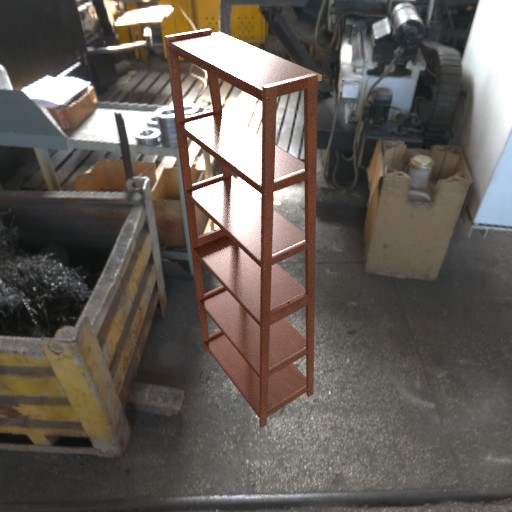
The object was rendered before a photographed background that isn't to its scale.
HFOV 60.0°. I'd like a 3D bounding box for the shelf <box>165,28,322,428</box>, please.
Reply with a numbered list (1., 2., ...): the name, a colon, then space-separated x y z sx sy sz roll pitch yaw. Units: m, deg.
1. shelf: 0.000 0.000 2.153 0.382 1.892 0.660 -24 46 -26
